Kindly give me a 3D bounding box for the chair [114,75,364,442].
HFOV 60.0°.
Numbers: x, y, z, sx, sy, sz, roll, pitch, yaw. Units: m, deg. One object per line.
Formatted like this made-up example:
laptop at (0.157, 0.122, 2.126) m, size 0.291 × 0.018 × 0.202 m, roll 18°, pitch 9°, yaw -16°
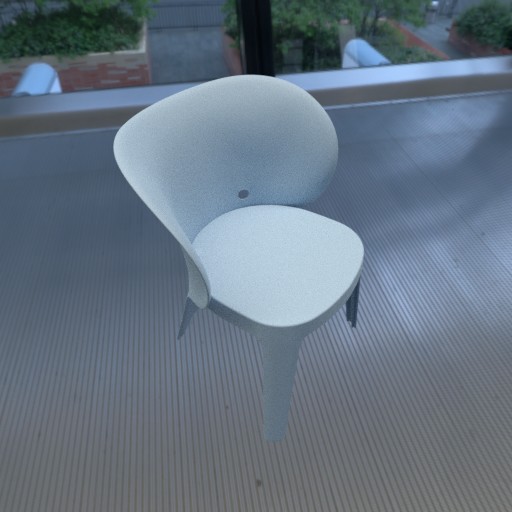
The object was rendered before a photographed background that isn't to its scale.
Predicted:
chair at (0.000, 0.000, 0.881) m, size 0.402 × 0.554 × 0.451 m, roll 24°, pitch 47°, yaw 25°
